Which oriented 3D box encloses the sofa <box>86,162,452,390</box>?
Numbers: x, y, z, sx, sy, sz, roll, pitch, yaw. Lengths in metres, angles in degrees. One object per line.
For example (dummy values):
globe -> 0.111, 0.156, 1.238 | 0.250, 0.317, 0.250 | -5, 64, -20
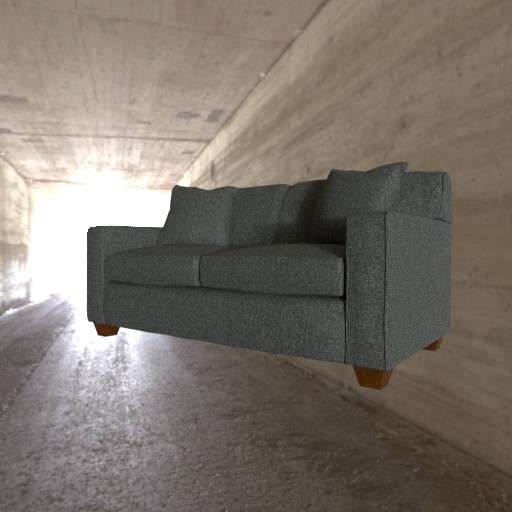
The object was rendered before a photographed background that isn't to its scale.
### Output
sofa -> 0.000, 0.000, 2.463 | 1.846, 0.958, 0.998 | 1, 1, 36
